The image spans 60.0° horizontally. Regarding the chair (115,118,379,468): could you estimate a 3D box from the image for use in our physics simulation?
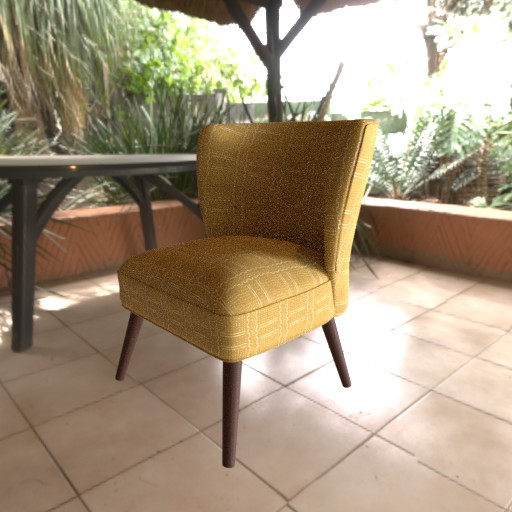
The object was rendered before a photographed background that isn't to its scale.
[{"bbox_3d":[0.000,0.000,1.451,0.758,0.866,0.706,-14,20,-42],"label":"chair"}]
